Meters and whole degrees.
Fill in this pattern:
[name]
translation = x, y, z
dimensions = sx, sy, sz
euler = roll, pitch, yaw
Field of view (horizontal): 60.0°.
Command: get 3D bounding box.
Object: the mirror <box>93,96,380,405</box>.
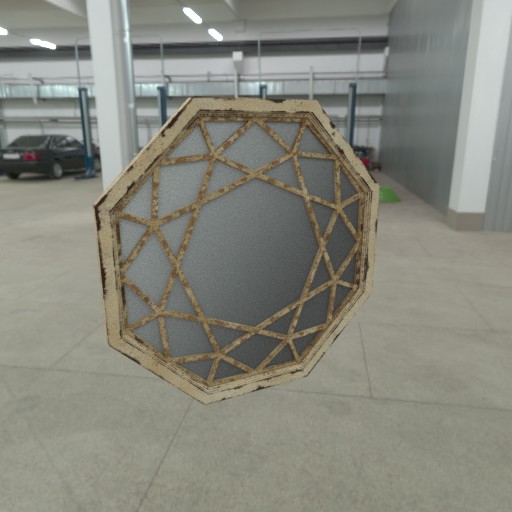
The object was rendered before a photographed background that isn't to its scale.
[mirror]
translation = 0.000, 0.000, 0.966
dimensions = 0.648, 0.648, 0.031
euler = -8, 18, -26
